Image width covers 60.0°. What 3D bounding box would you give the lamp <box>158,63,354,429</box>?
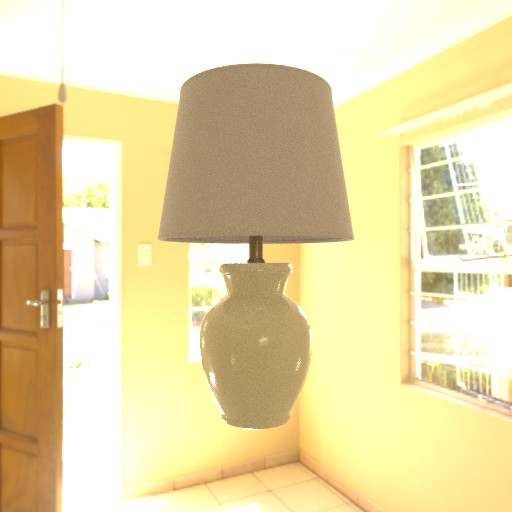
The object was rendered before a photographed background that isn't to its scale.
[{"bbox_3d":[0.000,0.000,0.552,0.239,0.399,0.239,0,0,0],"label":"lamp"}]
